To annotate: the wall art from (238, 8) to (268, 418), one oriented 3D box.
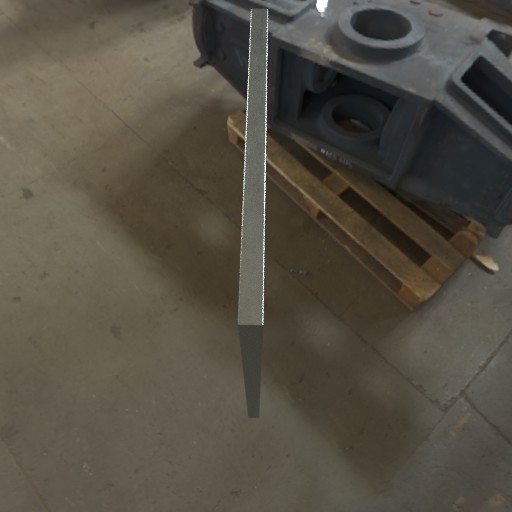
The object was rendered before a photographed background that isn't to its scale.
[{"bbox_3d":[0.000,0.000,1.364,0.041,1.062,0.803,1,62,1],"label":"wall art"}]
